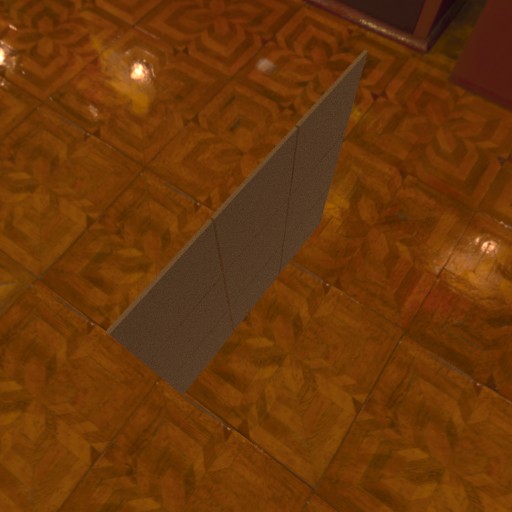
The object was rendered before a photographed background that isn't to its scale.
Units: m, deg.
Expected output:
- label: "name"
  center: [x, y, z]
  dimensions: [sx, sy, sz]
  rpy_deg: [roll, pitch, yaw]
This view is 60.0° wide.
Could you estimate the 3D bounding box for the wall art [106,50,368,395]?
- label: "wall art"
  center: [0.000, 0.000, 1.845]
  dimensions: [0.013, 1.216, 1.216]
  rpy_deg: [35, 70, 14]
